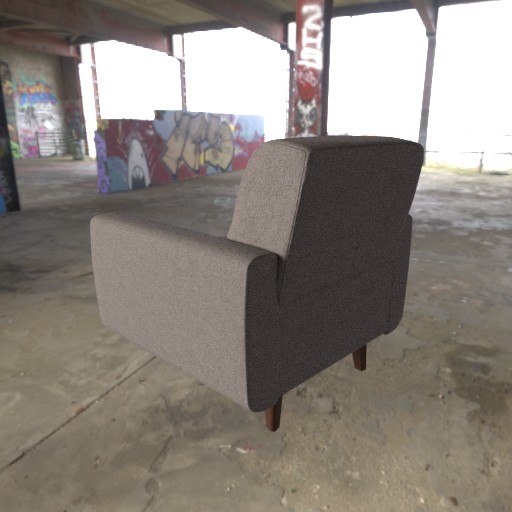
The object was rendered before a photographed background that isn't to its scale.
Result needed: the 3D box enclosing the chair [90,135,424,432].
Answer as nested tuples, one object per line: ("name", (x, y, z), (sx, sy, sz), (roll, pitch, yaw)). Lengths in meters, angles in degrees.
("chair", (0.000, 0.000, 1.582), (0.831, 0.839, 0.907), (-16, 22, -42))
